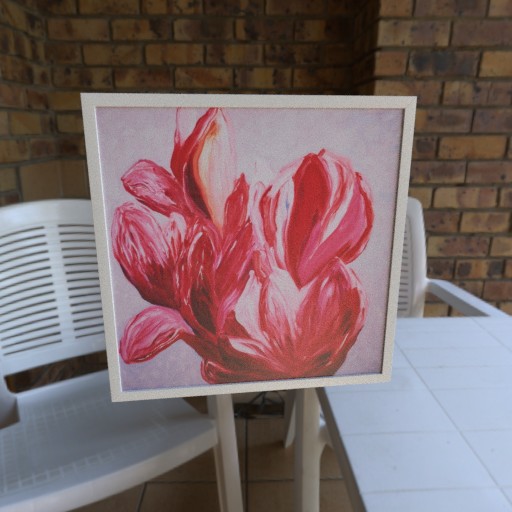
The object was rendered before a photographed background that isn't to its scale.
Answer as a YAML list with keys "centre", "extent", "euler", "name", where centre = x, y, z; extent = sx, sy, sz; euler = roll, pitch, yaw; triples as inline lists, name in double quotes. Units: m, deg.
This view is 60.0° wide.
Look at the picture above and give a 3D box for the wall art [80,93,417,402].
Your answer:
- centre: [0.000, 0.000, 1.173]
  extent: [0.805, 0.803, 0.022]
  euler: [-2, 16, -7]
  name: "wall art"
